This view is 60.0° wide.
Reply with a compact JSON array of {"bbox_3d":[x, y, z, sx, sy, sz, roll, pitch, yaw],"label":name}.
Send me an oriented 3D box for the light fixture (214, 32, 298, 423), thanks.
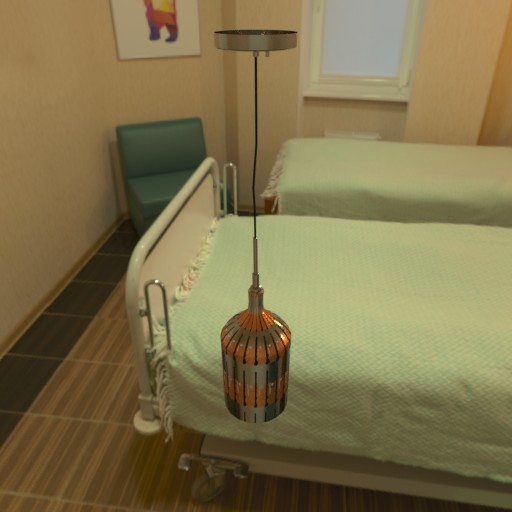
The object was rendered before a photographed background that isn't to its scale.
[{"bbox_3d":[0.000,0.000,1.699,0.303,1.535,0.303,0,30,0],"label":"light fixture"}]
